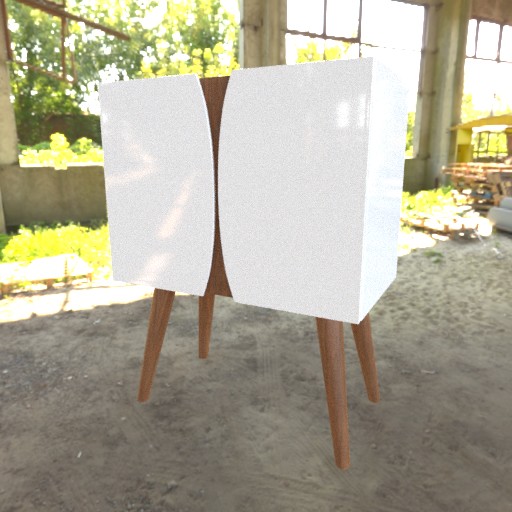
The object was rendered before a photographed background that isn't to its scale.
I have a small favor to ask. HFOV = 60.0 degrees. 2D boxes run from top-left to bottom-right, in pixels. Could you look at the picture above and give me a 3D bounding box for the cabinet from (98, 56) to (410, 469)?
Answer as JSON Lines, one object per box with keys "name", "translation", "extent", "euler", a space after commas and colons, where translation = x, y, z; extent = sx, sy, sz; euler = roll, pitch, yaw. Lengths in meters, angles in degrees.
{"name": "cabinet", "translation": [0.000, 0.000, 1.052], "extent": [0.591, 0.772, 0.344], "euler": [7, 15, 27]}
